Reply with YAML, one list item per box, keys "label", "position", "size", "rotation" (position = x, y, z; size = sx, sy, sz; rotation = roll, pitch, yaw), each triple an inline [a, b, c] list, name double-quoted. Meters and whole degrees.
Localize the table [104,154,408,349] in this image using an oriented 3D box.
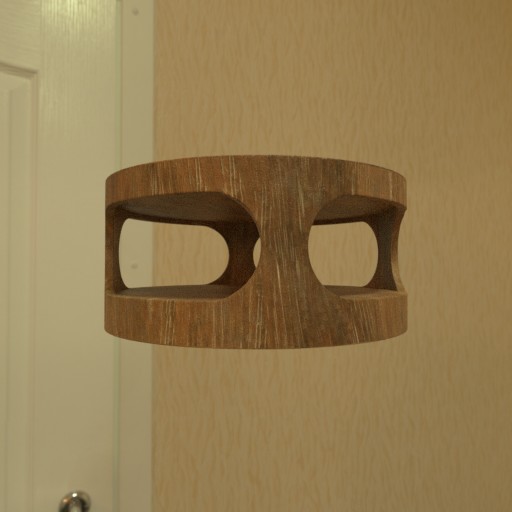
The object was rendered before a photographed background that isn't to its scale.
- label: "table"
  position: [0.000, 0.000, 1.509]
  size: [0.974, 0.450, 0.974]
  rotation: [0, -1, 0]
